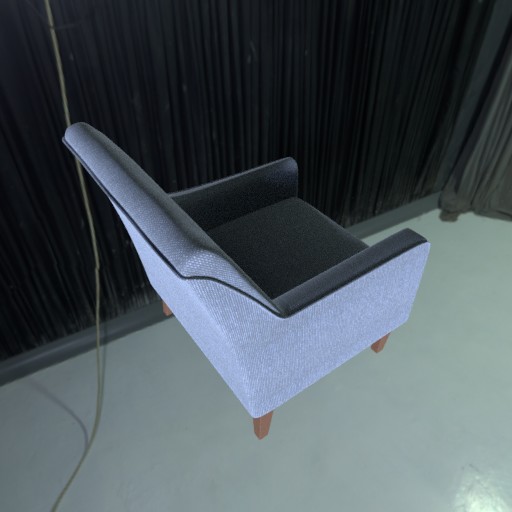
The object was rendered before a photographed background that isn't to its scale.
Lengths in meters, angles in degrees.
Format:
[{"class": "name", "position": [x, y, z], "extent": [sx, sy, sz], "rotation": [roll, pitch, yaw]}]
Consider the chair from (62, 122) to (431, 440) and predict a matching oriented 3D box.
[{"class": "chair", "position": [0.000, 0.000, 1.563], "extent": [0.899, 0.919, 0.780], "rotation": [-25, 46, -26]}]
